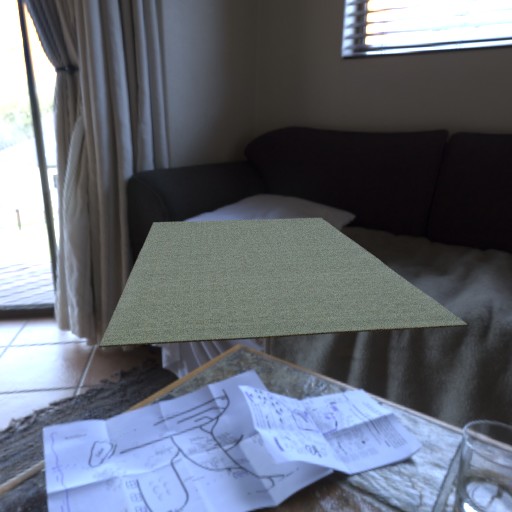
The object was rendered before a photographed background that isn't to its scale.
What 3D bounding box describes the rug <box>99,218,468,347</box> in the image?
[{"bbox_3d":[0.000,0.000,2.176,1.143,0.006,1.747,-2,16,-7],"label":"rug"}]
